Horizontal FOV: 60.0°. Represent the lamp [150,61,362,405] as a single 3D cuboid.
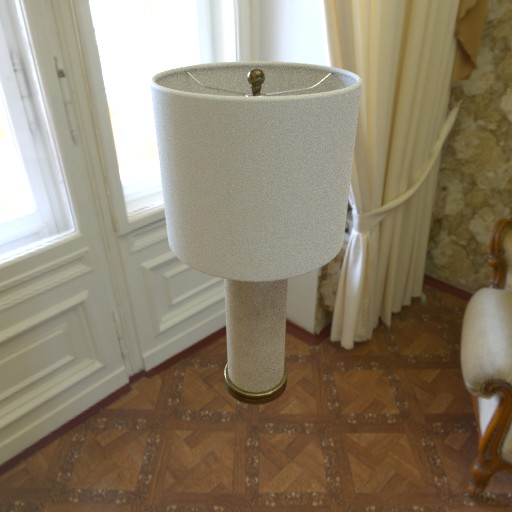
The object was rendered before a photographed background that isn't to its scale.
[{"bbox_3d":[0.000,0.000,0.806,0.305,0.634,0.305,0,31,-1],"label":"lamp"}]
